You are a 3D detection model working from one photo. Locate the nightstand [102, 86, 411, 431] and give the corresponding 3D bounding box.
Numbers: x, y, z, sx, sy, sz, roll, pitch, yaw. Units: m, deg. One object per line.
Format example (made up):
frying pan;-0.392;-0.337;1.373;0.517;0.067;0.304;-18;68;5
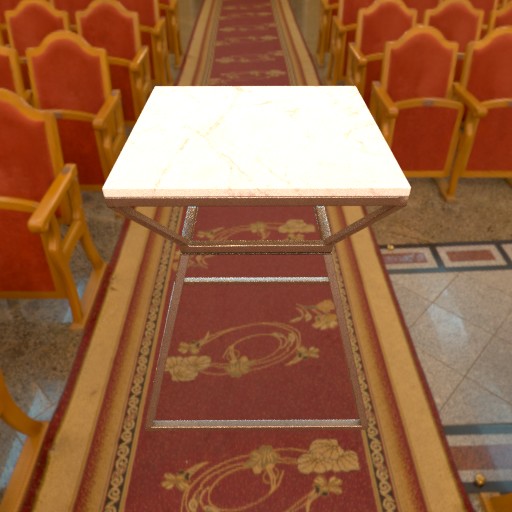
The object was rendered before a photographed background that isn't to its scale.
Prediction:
nightstand;0.000;0.000;0.911;0.455;0.554;0.455;0;39;0
